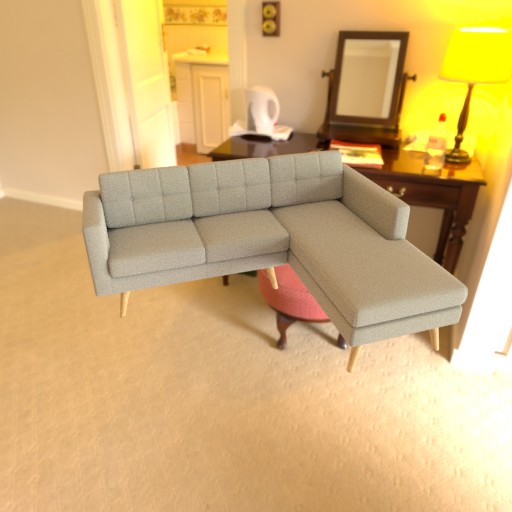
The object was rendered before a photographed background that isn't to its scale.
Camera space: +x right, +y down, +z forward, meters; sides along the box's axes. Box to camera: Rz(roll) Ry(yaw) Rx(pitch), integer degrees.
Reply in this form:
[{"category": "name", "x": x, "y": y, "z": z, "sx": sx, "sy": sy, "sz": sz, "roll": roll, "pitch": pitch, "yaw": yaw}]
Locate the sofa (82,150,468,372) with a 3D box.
[{"category": "sofa", "x": 0.000, "y": 0.000, "z": 2.841, "sx": 2.040, "sy": 0.860, "sz": 1.530, "roll": -9, "pitch": 31, "yaw": -15}]
